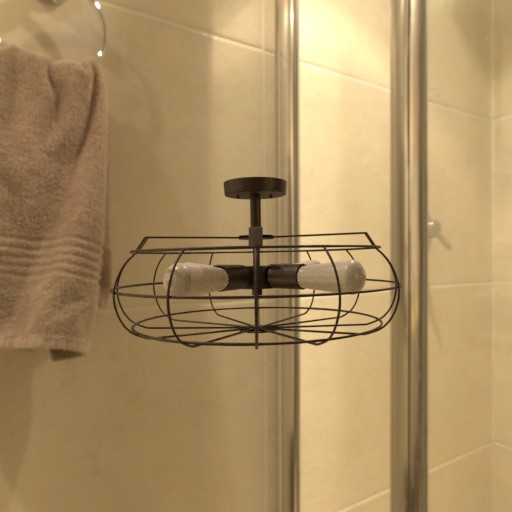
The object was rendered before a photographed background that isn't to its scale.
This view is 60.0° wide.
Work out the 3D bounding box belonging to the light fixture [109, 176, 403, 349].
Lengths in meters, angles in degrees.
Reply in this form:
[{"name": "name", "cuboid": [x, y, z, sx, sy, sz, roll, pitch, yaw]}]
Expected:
[{"name": "light fixture", "cuboid": [0.000, 0.000, 0.927, 0.582, 0.311, 0.582, 0, 0, 0]}]
